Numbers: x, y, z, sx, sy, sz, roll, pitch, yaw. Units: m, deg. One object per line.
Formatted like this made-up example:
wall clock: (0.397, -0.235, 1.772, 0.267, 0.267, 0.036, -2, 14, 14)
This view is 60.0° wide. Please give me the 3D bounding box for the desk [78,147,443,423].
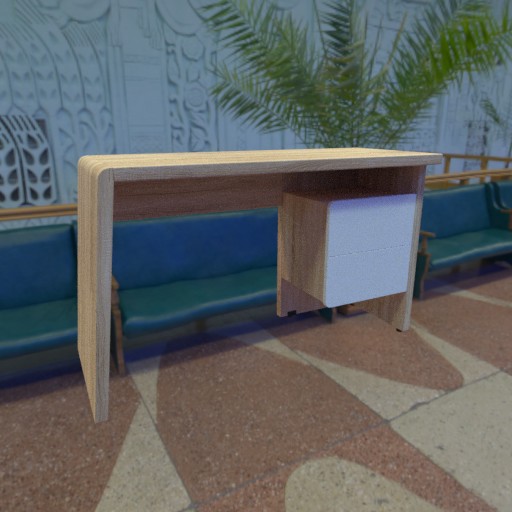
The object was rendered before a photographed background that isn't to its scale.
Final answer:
desk: (0.000, 0.000, 1.686, 1.300, 0.750, 0.500, -8, 18, -25)
